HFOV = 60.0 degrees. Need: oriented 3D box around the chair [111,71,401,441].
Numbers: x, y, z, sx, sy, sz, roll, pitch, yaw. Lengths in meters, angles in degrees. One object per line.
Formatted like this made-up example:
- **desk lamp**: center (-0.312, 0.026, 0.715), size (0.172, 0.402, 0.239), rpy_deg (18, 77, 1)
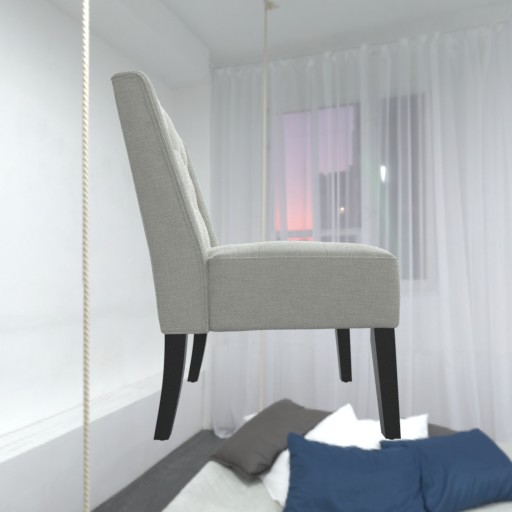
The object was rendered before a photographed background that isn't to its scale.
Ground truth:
- **chair**: center (0.000, 0.000, 1.277), size (0.676, 0.853, 0.569), rpy_deg (0, -1, 0)
